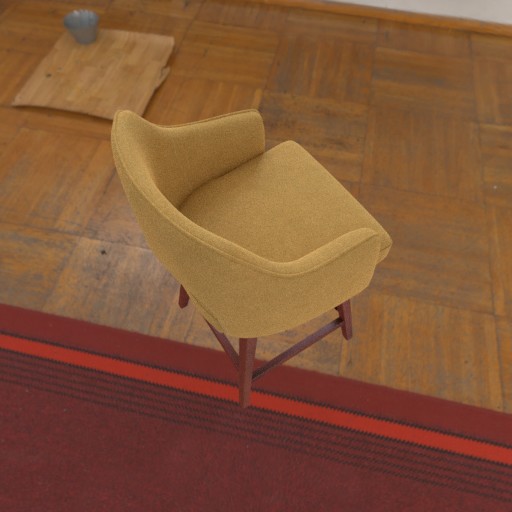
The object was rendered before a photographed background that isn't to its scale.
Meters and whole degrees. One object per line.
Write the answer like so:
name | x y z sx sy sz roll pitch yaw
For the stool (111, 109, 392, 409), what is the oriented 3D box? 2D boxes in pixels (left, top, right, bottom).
stool | 0.000 0.000 1.250 0.558 0.924 0.548 -28 61 -17
